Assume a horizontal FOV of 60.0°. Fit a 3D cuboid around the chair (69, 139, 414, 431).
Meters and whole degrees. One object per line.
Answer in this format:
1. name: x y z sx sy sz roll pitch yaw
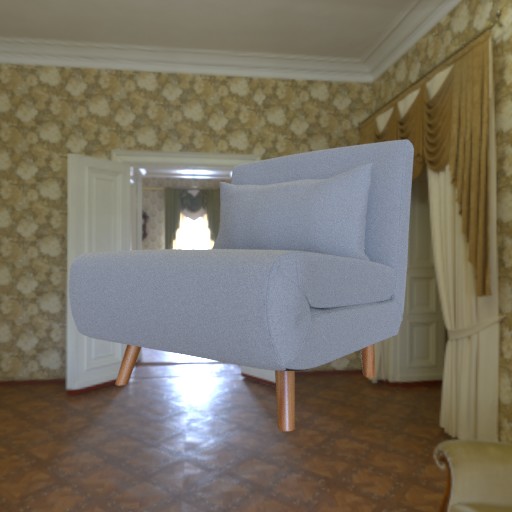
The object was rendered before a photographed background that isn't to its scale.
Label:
1. chair: 0.000 0.000 1.438 0.770 0.808 0.902 0 0 36
